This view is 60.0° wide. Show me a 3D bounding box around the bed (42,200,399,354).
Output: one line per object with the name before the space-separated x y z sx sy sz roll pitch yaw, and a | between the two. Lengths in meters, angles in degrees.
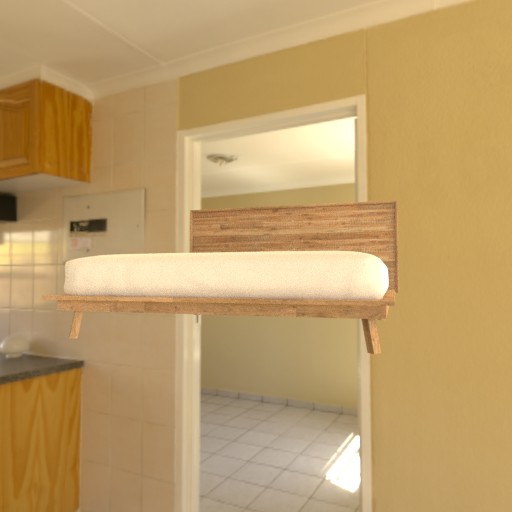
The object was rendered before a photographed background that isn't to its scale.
bed | 0.000 0.000 3.436 2.116 1.100 2.167 -1 -3 17
